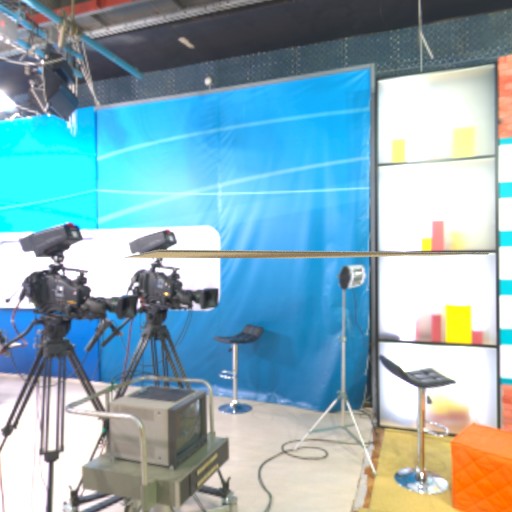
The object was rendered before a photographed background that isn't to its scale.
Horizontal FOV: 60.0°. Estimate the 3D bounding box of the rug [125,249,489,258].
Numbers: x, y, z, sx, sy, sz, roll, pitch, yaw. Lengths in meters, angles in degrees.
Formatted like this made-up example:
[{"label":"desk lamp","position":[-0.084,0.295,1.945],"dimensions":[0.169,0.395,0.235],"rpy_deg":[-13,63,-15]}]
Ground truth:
[{"label":"rug","position":[0.000,0.000,2.309],"dimensions":[1.226,0.007,1.815],"rpy_deg":[0,-1,-19]}]
